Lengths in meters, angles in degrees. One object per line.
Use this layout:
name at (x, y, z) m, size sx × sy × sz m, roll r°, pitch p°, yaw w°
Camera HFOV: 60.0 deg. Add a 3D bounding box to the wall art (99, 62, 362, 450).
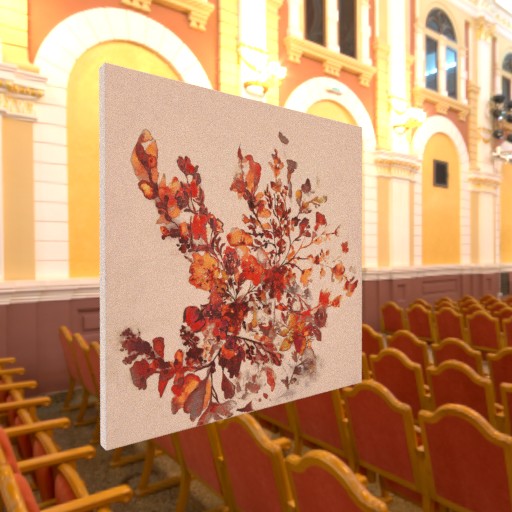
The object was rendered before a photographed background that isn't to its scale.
wall art at (0.000, 0.000, 1.101) m, size 0.757 × 0.757 × 0.037 m, roll 0°, pitch 1°, yaw -37°
